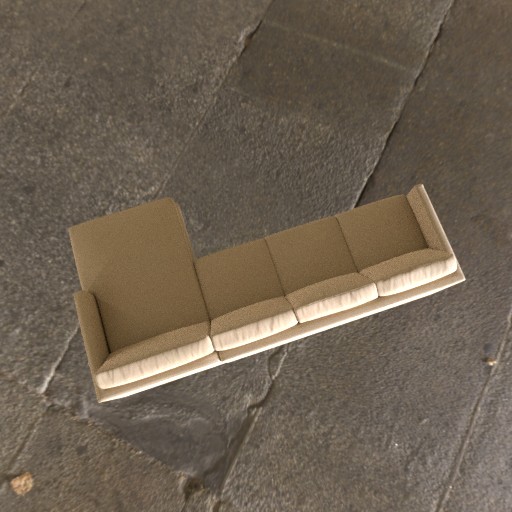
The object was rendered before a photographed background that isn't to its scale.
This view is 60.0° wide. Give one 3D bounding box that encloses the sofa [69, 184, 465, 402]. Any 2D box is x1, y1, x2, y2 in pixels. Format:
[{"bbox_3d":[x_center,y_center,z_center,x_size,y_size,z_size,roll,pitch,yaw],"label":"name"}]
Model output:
[{"bbox_3d":[0.000,0.000,4.023,3.206,0.871,1.622,-18,77,-4],"label":"sofa"}]
